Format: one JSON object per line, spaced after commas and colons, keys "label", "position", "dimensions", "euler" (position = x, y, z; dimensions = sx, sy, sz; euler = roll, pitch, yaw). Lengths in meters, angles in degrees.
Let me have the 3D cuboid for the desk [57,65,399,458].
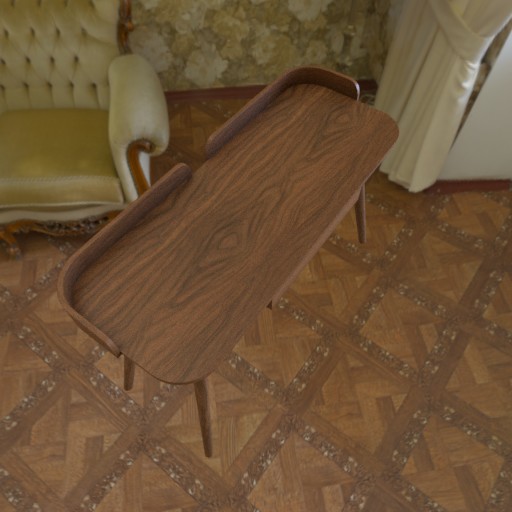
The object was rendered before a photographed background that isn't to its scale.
{"label": "desk", "position": [0.000, 0.000, 1.669], "dimensions": [0.486, 0.800, 1.256], "euler": [31, 61, 19]}
